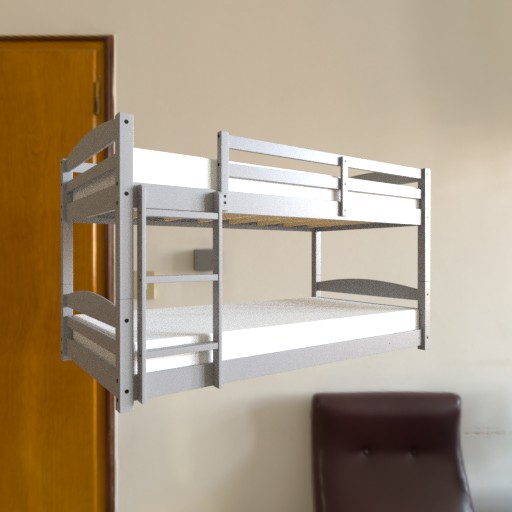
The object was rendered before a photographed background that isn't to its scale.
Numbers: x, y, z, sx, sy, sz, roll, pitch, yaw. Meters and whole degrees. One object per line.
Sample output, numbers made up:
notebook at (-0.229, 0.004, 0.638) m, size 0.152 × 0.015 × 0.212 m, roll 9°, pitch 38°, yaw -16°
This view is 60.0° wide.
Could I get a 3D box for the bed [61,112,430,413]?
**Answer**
bed at (0.000, 0.000, 2.709) m, size 2.013 × 1.206 × 1.105 m, roll 0°, pitch 0°, yaw -35°
